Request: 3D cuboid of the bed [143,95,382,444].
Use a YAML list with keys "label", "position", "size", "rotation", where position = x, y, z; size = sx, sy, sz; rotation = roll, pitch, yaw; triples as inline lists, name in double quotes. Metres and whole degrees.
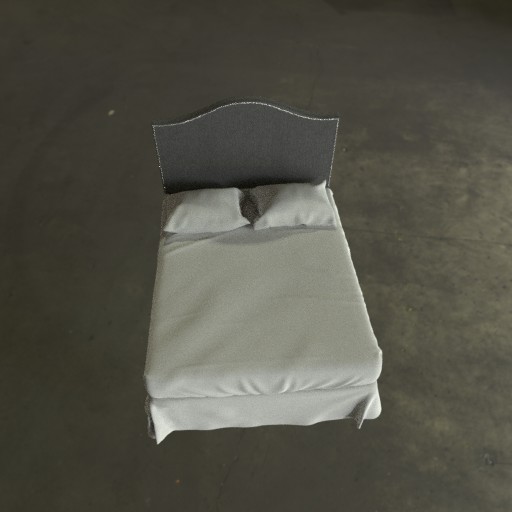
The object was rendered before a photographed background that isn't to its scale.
- label: "bed"
  position: [0.000, 0.000, 3.502]
  size: [1.876, 1.645, 2.221]
  rotation: [-3, 47, -3]
